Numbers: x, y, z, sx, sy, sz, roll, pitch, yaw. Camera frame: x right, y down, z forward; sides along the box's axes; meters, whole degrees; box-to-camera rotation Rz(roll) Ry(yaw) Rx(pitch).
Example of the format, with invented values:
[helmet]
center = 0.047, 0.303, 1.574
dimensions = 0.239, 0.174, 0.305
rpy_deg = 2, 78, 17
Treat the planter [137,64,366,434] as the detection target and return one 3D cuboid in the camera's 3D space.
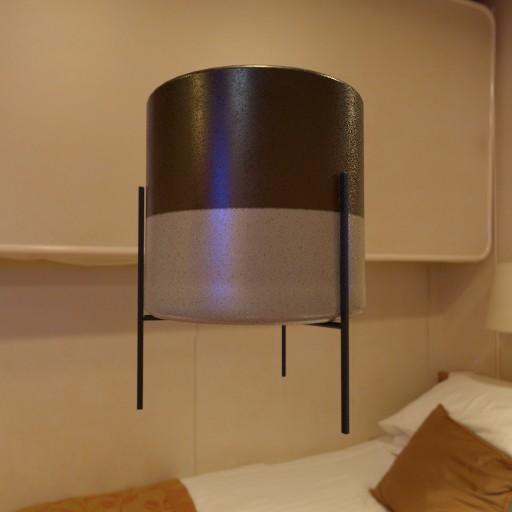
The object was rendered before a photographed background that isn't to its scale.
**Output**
[planter]
center = 0.000, 0.000, 0.714
dimensions = 0.345, 0.465, 0.354
rpy_deg = -1, -2, 19
